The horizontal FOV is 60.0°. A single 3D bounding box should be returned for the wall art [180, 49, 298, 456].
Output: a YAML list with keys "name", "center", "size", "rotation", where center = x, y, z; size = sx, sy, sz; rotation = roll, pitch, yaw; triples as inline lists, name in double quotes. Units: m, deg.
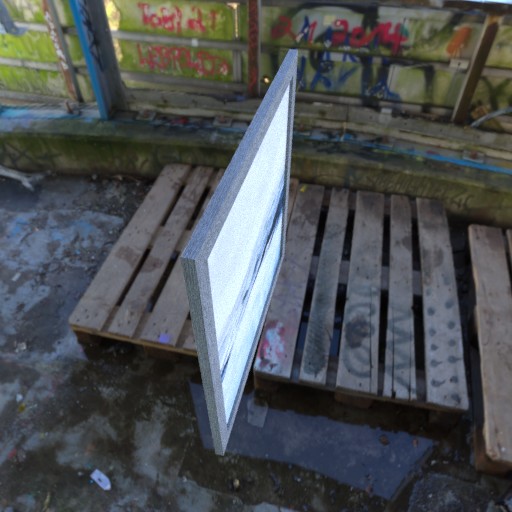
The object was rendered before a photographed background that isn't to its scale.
- name: "wall art"
  center: [0.000, 0.000, 1.041]
  size: [0.020, 0.685, 0.685]
  rotation: [11, 47, 10]
